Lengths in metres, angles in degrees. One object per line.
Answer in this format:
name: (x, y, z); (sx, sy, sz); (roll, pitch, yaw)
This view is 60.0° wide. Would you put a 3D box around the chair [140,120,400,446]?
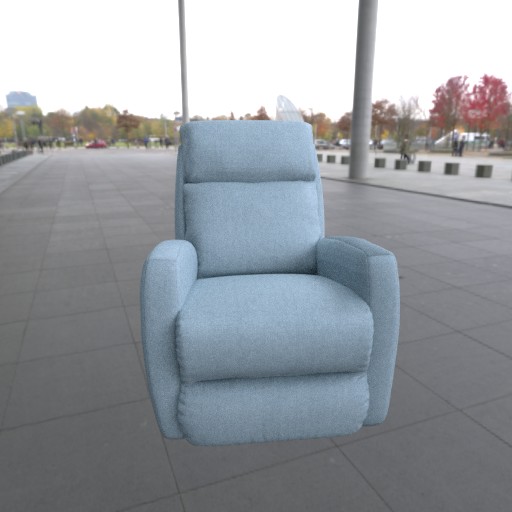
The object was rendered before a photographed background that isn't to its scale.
chair: (0.000, 0.000, 1.679); (0.812, 1.013, 0.940); (-2, 15, -6)
